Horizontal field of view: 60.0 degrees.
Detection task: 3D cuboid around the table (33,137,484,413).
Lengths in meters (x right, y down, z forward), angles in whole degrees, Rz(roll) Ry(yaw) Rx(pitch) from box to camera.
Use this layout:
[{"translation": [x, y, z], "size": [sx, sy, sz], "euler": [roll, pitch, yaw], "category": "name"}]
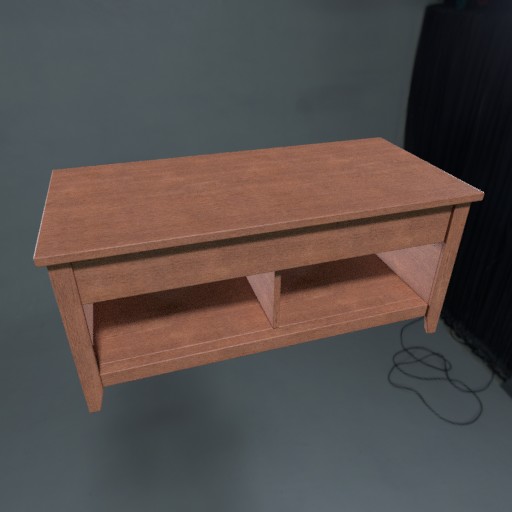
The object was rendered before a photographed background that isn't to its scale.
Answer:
[{"translation": [0.000, 0.000, 1.265], "size": [1.016, 0.457, 0.483], "euler": [-9, 33, -15], "category": "table"}]
